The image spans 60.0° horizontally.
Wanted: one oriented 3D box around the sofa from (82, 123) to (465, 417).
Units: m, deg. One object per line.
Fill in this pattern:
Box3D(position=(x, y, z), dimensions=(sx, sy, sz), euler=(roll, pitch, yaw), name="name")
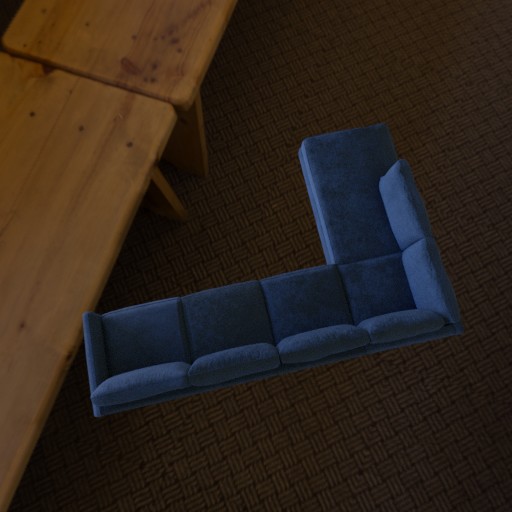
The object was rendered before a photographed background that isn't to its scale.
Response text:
Box3D(position=(0.000, 0.000, 3.790), dimensions=(2.949, 0.815, 2.007), euler=(-12, 75, -3), name="sofa")
